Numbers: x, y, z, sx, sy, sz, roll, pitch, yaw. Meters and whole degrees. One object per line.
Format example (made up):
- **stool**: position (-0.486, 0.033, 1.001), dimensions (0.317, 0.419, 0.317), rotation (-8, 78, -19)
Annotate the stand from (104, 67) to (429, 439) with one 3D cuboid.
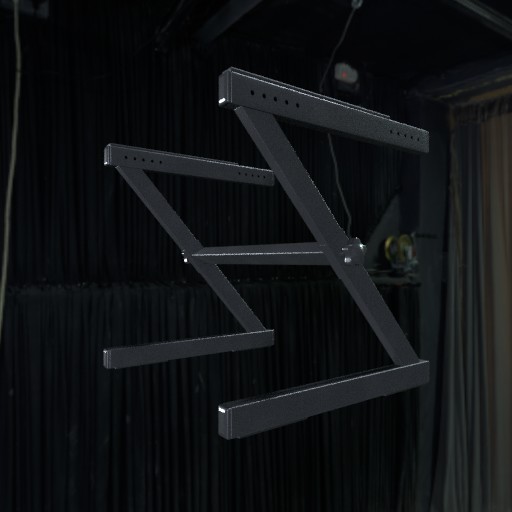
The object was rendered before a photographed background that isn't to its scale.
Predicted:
- **stand**: position (0.000, 0.000, 1.149), dimensions (0.586, 0.617, 0.700), rotation (0, -1, -37)
